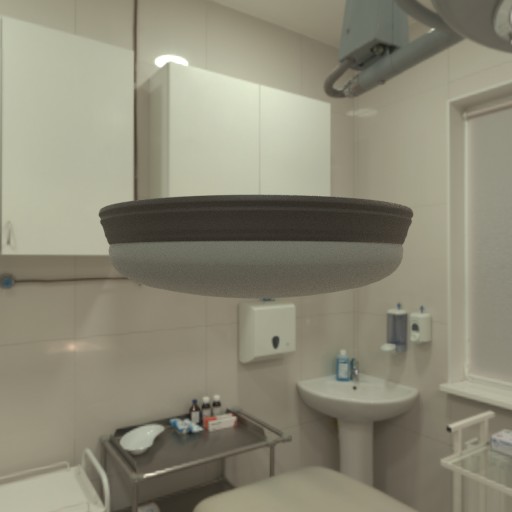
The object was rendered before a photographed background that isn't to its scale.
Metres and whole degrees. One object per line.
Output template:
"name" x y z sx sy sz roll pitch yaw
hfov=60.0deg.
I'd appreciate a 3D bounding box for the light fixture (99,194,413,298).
"light fixture" 0.000 0.000 0.549 0.368 0.100 0.368 0 0 0
